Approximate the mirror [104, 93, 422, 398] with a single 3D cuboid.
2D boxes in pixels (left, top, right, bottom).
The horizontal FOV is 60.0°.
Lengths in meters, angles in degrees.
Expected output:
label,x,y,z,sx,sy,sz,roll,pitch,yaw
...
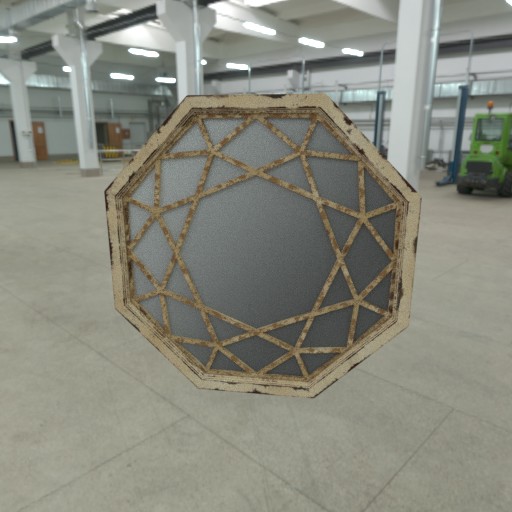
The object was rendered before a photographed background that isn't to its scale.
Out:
label,x,y,z,sx,sy,sz,roll,pitch,yaw
mirror,0.000,0.000,0.945,0.648,0.648,0.031,2,16,8
